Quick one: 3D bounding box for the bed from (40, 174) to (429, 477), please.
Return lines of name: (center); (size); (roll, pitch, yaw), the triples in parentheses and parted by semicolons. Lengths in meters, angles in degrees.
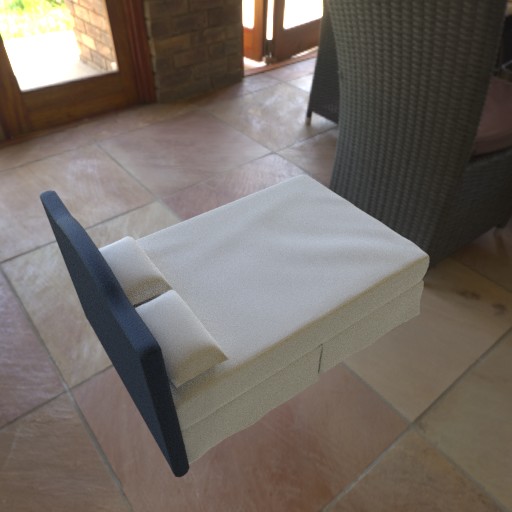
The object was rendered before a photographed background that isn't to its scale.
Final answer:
bed: (0.000, 0.000, 3.504); (2.507, 1.441, 1.741); (-25, 47, -26)
